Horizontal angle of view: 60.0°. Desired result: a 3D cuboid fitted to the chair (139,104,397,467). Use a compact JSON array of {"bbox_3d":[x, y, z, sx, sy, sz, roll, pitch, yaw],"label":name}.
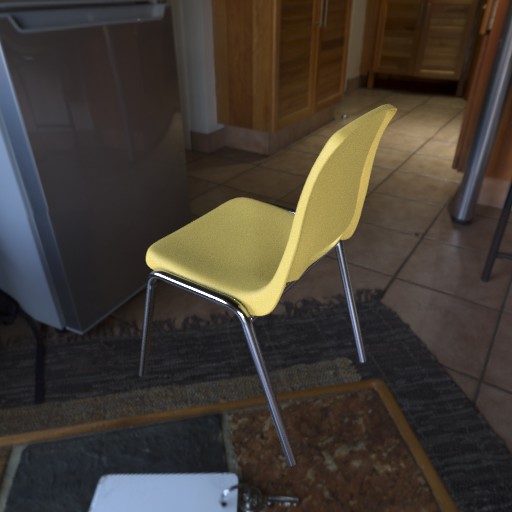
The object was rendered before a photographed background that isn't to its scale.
[{"bbox_3d":[0.000,0.000,0.922,0.436,0.653,0.381,21,38,29],"label":"chair"}]
